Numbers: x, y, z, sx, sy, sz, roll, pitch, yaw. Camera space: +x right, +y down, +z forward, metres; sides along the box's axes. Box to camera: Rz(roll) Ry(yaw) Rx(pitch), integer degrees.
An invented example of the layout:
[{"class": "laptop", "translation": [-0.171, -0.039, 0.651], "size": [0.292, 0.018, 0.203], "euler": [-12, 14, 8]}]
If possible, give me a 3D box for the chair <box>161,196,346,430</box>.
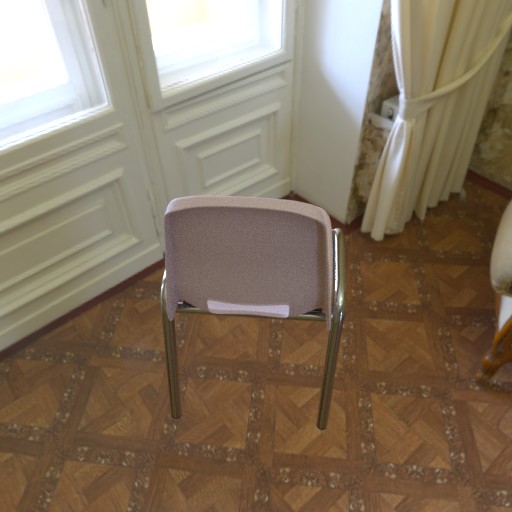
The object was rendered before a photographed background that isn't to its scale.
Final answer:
[{"class": "chair", "translation": [0.000, 0.000, 0.865], "size": [0.354, 0.586, 0.423], "euler": [3, 46, 3]}]
